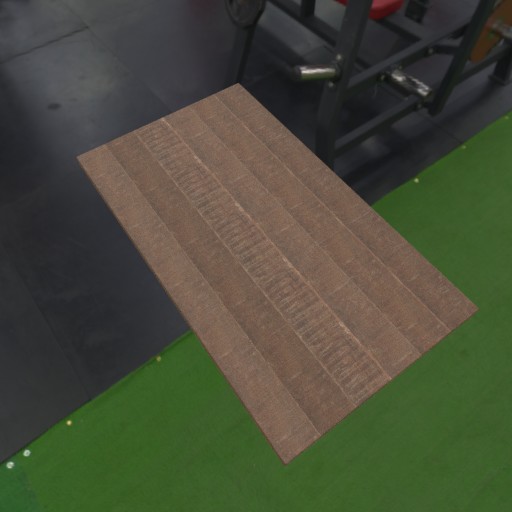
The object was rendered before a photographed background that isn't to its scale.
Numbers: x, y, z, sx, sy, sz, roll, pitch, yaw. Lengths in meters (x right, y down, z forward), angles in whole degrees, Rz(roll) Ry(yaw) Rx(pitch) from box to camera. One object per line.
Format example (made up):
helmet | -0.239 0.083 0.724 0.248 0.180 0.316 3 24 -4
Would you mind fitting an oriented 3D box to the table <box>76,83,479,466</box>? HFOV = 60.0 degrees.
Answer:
table | 0.000 0.000 1.814 0.800 0.440 1.400 -31 64 -18
